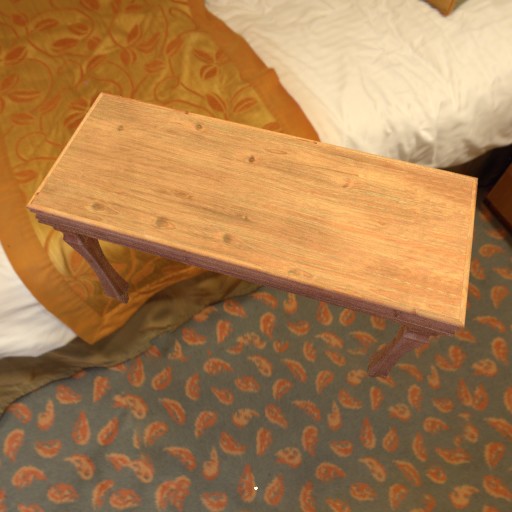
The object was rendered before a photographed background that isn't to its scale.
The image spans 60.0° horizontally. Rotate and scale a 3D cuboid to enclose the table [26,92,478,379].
[{"bbox_3d":[0.000,0.000,1.779,1.330,0.873,0.522,15,63,8],"label":"table"}]
